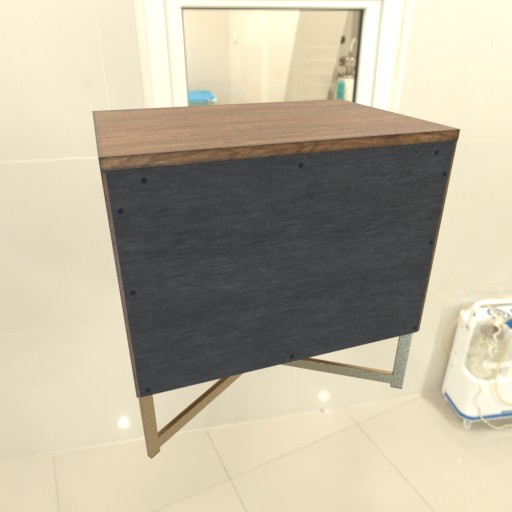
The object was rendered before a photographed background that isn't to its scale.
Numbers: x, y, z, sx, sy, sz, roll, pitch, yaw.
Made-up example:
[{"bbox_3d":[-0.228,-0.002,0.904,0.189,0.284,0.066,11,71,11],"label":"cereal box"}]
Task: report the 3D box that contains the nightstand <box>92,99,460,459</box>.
[{"bbox_3d":[0.000,0.000,1.016,0.610,0.610,0.446,-9,28,-17],"label":"nightstand"}]
